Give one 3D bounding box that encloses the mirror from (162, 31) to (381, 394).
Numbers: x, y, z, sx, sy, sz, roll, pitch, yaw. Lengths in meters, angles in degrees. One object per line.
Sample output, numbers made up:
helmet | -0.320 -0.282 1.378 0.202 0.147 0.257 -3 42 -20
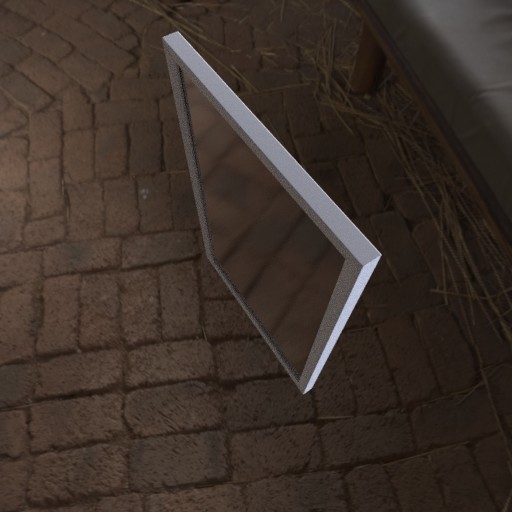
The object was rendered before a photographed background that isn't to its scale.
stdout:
mirror | 0.000 0.000 1.161 0.041 0.914 0.609 -30 66 -15
